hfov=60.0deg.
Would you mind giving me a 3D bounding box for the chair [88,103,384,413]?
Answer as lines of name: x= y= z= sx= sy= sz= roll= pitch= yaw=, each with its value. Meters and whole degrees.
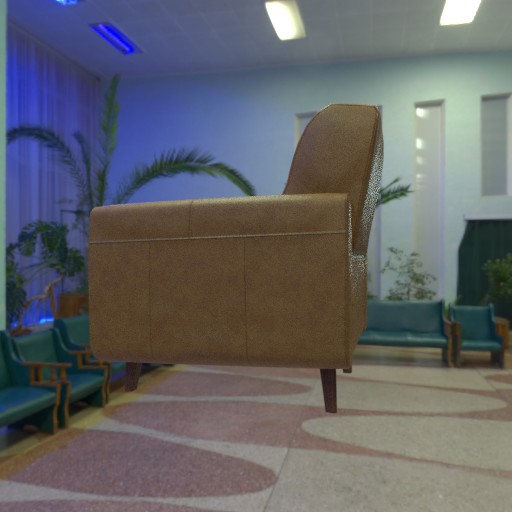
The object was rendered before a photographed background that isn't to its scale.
chair: x=0.000 y=0.000 z=1.711 sx=0.942 sy=0.968 sz=0.845 roll=0 pitch=0 yaw=17
